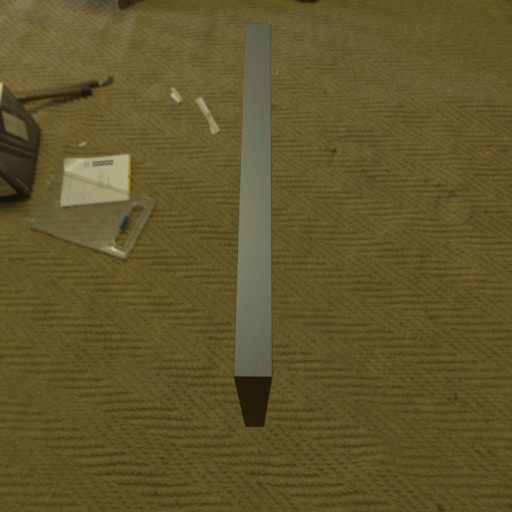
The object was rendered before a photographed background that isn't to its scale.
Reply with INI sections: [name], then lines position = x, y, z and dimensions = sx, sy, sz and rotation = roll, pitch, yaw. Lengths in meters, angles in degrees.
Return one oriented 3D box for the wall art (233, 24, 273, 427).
[wall art]
position = 0.000, 0.000, 0.762
dimensions = 0.037, 0.506, 0.506
rotation = 1, 64, 0
